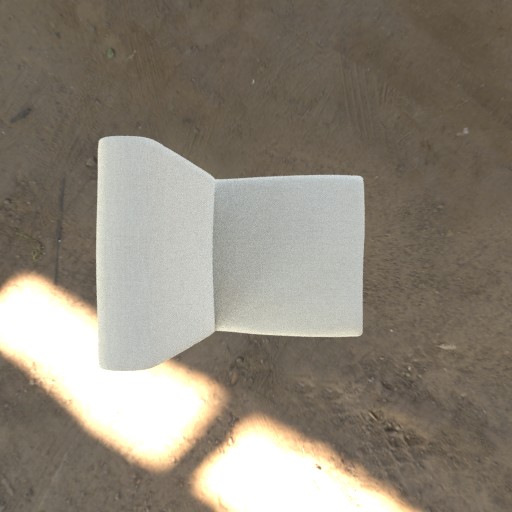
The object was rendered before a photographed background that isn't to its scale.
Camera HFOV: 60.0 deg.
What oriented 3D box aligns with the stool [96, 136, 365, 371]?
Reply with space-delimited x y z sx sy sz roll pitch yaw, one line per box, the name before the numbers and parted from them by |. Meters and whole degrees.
stool | 0.000 0.000 1.307 0.597 0.976 0.452 0 90 1
